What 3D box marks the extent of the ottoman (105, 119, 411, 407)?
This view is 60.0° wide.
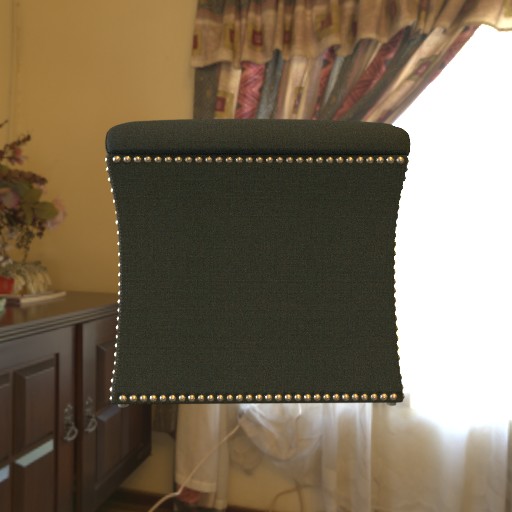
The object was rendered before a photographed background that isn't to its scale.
[{"bbox_3d":[0.000,0.000,0.930,0.497,0.475,0.507,0,1,-1],"label":"ottoman"}]
